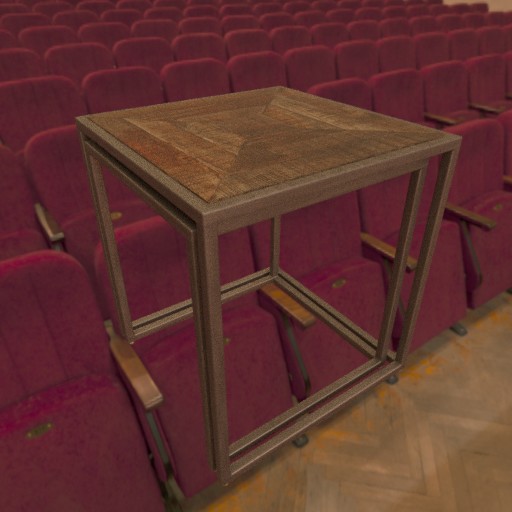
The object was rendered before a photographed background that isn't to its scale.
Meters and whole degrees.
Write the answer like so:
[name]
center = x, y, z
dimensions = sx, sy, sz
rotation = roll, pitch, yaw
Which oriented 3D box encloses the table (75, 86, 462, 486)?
[table]
center = 0.000, 0.000, 0.847
dimensions = 0.449, 0.500, 0.450
rotation = -21, 38, -29
